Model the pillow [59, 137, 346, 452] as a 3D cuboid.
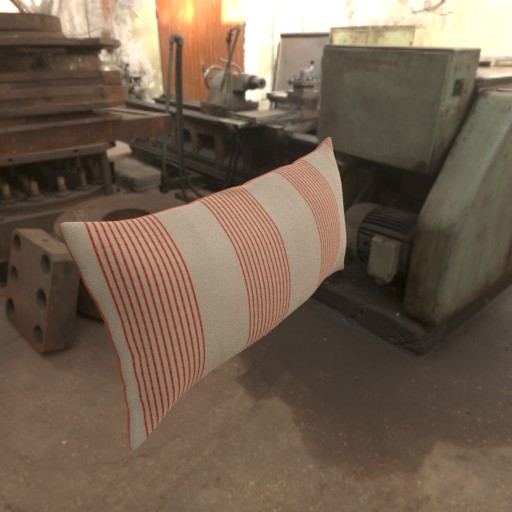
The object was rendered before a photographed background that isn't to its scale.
[{"bbox_3d":[0.000,0.000,0.722,0.156,0.292,0.608,17,30,31],"label":"pillow"}]
